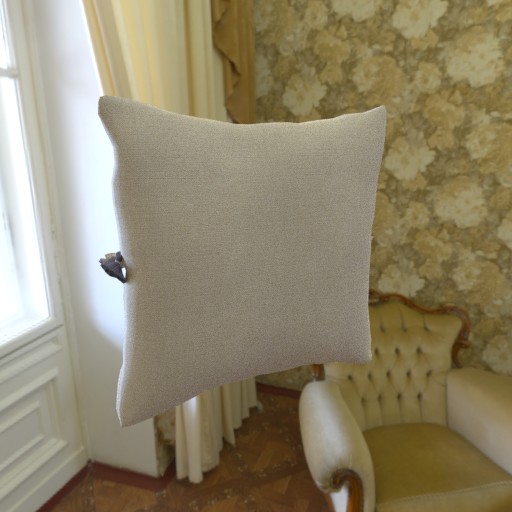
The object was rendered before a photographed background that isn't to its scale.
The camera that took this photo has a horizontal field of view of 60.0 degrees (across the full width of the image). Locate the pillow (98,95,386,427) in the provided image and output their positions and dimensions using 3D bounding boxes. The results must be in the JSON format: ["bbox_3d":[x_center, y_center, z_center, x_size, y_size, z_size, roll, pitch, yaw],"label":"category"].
[{"bbox_3d":[0.000,0.000,0.729,0.489,0.481,0.165,-7,17,-24],"label":"pillow"}]
